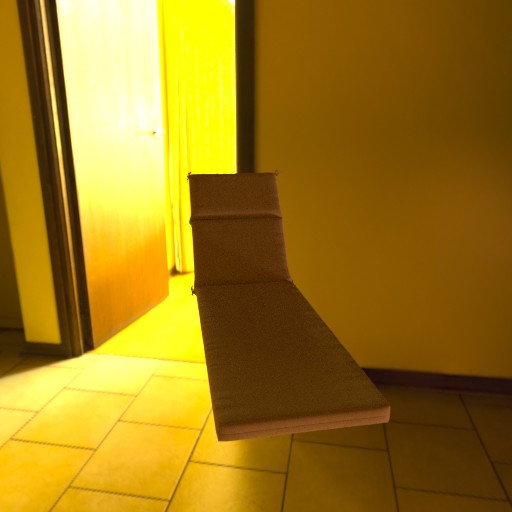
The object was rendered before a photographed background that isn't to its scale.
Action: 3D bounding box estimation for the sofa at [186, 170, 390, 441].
[{"bbox_3d":[0.000,0.000,1.974,0.582,0.622,1.663,-3,16,-10],"label":"sofa"}]
